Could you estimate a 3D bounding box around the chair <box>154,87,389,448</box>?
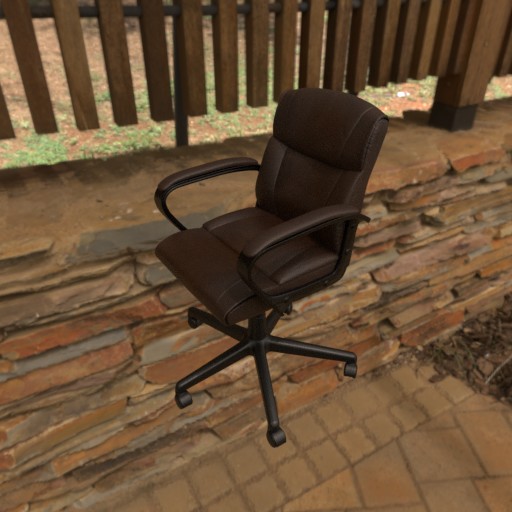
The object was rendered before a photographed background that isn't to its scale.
[{"bbox_3d":[0.000,0.000,1.518,0.717,1.004,0.739,-20,37,-29],"label":"chair"}]
